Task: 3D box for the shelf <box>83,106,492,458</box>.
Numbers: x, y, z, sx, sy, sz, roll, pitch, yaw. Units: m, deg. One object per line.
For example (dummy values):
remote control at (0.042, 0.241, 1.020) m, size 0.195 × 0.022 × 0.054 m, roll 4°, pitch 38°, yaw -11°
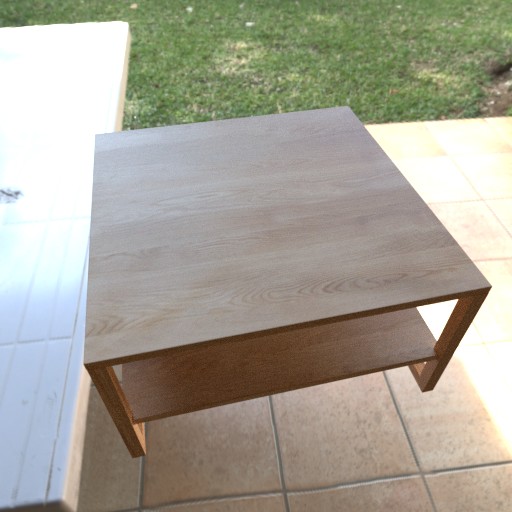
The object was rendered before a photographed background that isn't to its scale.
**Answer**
shelf at (0.000, 0.000, 1.416) m, size 0.899 × 0.480 × 0.899 m, roll -9°, pitch 46°, yaw -9°
